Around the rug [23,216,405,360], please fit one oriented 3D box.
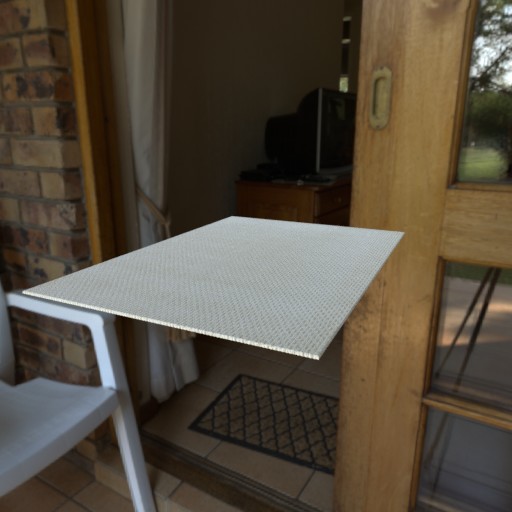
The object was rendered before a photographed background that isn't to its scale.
[{"bbox_3d":[0.000,0.000,2.788,1.509,0.013,2.144,8,18,24],"label":"rug"}]
